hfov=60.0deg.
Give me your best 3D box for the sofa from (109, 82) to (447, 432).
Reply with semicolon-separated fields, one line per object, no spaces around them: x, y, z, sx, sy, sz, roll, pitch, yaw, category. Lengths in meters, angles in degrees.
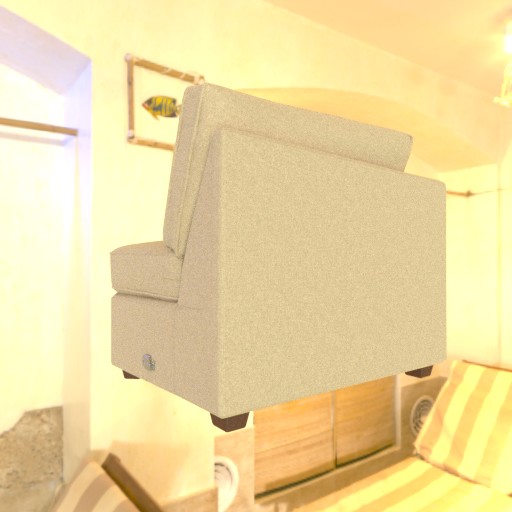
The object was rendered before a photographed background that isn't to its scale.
0.000;0.000;1.791;1.042;0.937;1.050;0;0;-37;sofa
